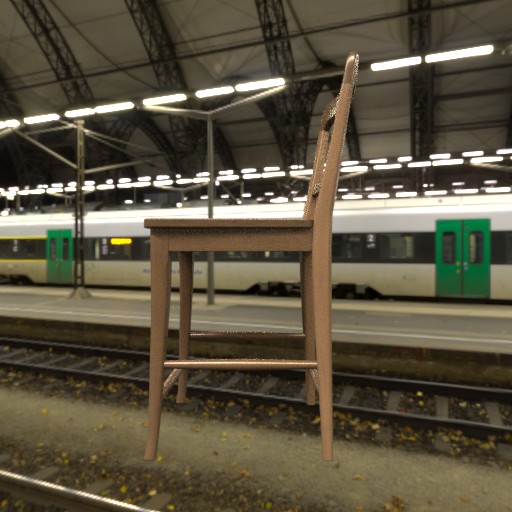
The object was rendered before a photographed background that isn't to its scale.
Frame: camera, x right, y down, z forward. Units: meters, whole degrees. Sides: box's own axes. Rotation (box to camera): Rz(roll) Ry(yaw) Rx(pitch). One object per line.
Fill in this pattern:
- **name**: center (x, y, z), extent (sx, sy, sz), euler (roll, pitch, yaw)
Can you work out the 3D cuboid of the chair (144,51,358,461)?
- **chair**: center (0.000, 0.000, 1.276), extent (0.546, 0.991, 0.450), euler (0, 1, 1)
